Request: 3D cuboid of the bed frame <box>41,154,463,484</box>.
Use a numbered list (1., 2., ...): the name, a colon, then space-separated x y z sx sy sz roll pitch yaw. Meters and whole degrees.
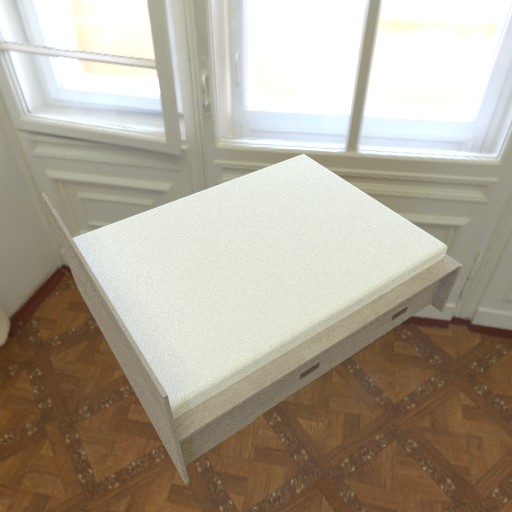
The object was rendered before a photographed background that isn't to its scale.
1. bed frame: 0.000 0.000 2.805 1.960 0.800 1.622 -25 47 -25
